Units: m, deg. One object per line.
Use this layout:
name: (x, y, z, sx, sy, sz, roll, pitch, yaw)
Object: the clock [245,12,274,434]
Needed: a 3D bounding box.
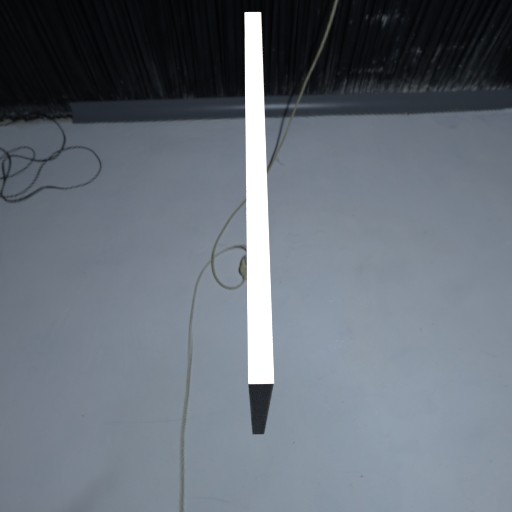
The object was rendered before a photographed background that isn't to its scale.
clock: (0.000, 0.000, 1.018, 0.032, 0.705, 0.705, -1, 63, 0)
